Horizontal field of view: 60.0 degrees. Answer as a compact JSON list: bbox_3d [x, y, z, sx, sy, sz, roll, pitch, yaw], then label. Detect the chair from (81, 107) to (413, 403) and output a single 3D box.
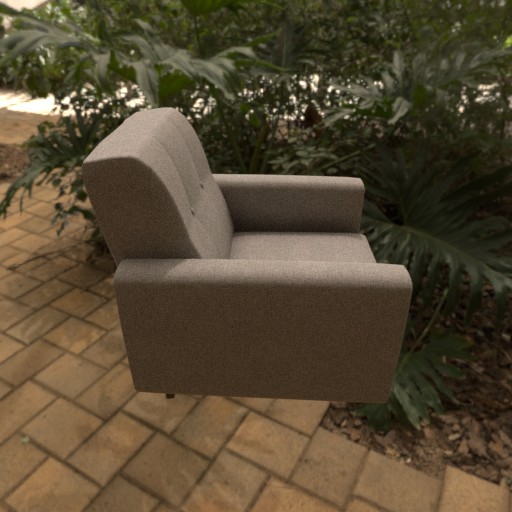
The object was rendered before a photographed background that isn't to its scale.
[{"bbox_3d":[0.000,0.000,1.659,0.942,0.968,0.845,1,31,1],"label":"chair"}]
